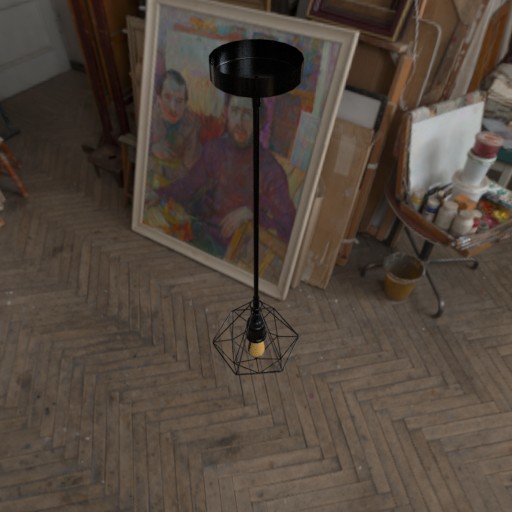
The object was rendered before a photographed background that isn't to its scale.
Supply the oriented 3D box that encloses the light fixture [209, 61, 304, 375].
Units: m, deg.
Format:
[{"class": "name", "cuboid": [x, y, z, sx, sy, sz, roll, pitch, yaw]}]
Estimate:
[{"class": "light fixture", "cuboid": [0.000, 0.000, 1.999, 0.487, 1.764, 0.431, -3, 46, -3]}]
